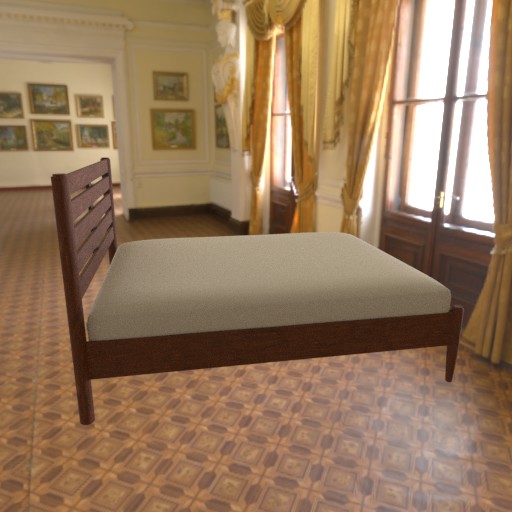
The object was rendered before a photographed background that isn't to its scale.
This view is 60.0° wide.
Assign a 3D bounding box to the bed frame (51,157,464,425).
[{"bbox_3d":[0.000,0.000,3.170,2.234,1.321,1.655,-3,15,-10],"label":"bed frame"}]
